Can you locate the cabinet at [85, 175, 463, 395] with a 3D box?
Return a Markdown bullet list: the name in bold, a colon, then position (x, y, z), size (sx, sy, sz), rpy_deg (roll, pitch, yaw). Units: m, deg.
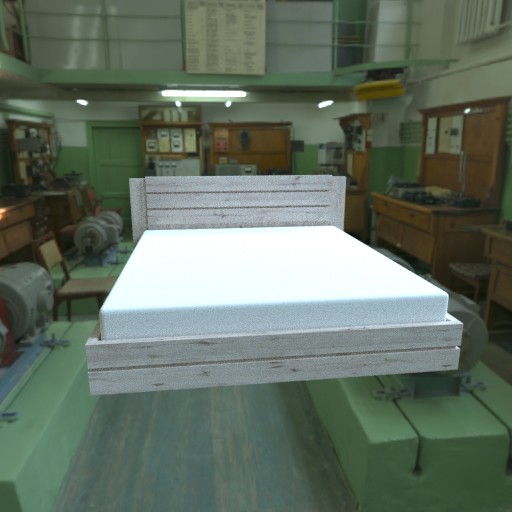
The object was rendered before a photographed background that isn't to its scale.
- **cabinet**: position (0.000, 0.000, 3.116), size (1.950, 0.970, 2.080), rpy_deg (-2, 14, -7)
